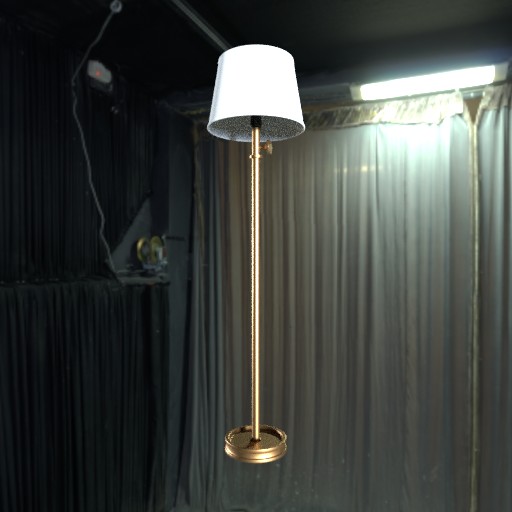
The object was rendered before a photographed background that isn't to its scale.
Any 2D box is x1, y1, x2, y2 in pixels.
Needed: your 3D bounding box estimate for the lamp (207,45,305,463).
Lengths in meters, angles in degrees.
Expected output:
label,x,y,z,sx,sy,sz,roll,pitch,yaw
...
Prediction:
label,x,y,z,sx,sy,sz,roll,pitch,yaw
lamp,0.000,0.000,0.815,0.178,0.710,0.178,0,0,0
